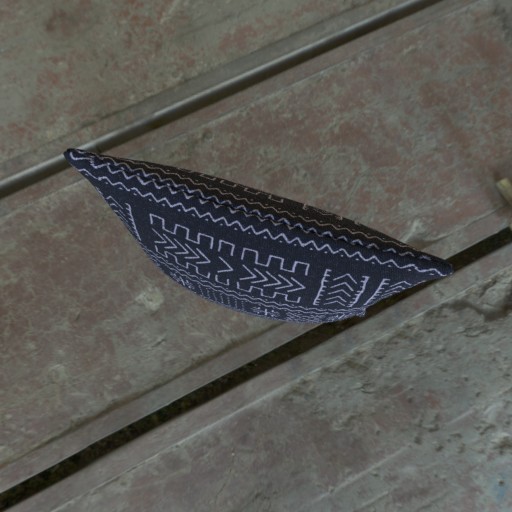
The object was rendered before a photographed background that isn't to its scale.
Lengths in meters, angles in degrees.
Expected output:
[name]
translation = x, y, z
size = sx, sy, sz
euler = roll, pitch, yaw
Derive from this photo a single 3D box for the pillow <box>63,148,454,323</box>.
[pillow]
translation = 0.000, 0.000, 0.667
size = 0.438, 0.430, 0.164
euler = 17, 77, 4
